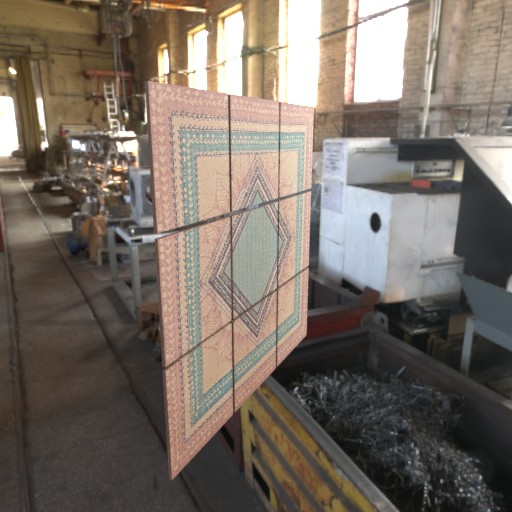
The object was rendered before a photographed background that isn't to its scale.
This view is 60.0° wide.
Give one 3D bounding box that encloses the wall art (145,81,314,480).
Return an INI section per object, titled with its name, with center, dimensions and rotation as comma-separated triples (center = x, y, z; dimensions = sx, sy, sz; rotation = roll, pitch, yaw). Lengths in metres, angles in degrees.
[wall art]
center = 0.000, 0.000, 2.265
dimensions = 0.014, 1.525, 1.527
rotation = 8, 17, 26
